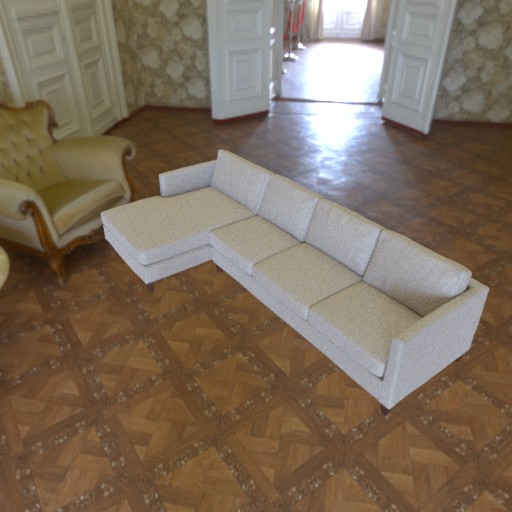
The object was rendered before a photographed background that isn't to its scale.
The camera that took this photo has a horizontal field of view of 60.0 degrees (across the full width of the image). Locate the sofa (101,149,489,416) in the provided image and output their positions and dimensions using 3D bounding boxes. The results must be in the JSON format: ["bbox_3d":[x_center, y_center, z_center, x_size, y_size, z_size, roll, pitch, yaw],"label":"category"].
[{"bbox_3d":[0.000,0.000,3.804,1.625,0.846,3.186,-22,38,-30],"label":"sofa"}]
